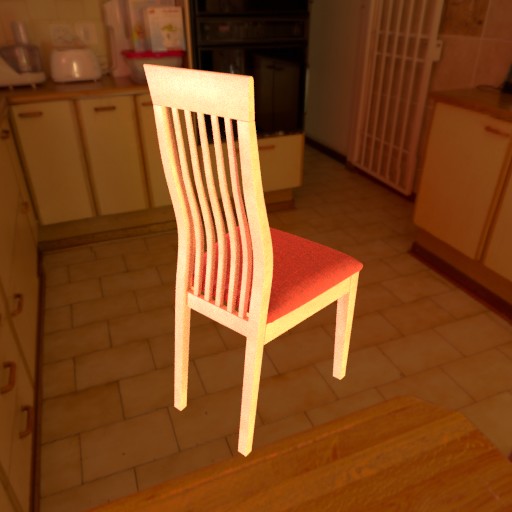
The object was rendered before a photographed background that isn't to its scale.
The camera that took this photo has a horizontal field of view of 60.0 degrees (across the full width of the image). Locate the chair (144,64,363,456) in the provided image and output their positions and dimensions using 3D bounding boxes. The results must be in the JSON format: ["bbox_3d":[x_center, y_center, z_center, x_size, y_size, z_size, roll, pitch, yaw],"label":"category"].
[{"bbox_3d":[0.000,0.000,1.262,0.460,1.027,0.474,21,36,32],"label":"chair"}]
